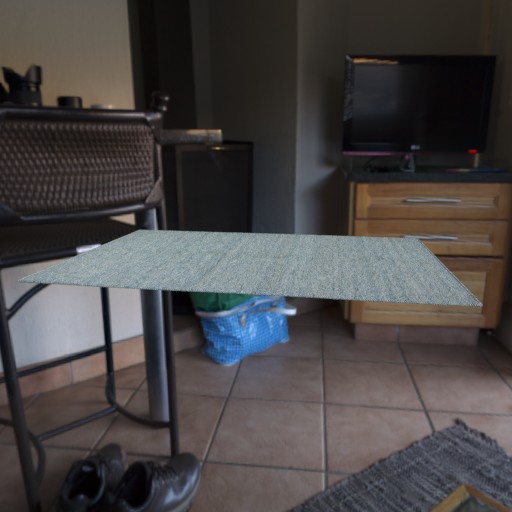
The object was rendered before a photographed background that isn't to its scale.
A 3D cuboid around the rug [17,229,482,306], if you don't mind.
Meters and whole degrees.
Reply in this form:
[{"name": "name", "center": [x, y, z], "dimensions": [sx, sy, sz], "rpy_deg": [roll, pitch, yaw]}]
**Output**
[{"name": "rug", "center": [0.000, 0.000, 2.870], "dimensions": [2.283, 0.013, 1.547], "rpy_deg": [2, 14, 9]}]
